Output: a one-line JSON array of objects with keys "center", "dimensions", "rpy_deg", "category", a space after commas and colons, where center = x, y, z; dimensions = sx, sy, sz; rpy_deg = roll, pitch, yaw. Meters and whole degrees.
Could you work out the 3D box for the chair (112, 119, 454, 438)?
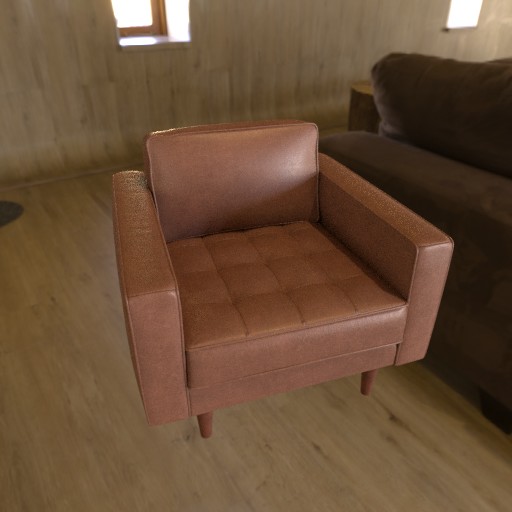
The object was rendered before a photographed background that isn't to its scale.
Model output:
[{"center": [0.000, 0.000, 1.528], "dimensions": [0.920, 0.770, 0.900], "rpy_deg": [-9, 32, -15], "category": "chair"}]
